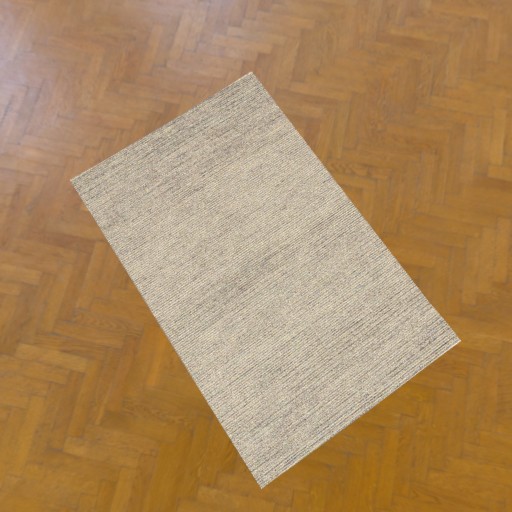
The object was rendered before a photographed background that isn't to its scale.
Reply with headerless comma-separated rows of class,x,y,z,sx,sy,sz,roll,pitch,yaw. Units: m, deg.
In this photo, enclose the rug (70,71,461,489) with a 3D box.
rug,0.000,0.000,2.226,1.162,0.022,1.804,-33,78,-8
